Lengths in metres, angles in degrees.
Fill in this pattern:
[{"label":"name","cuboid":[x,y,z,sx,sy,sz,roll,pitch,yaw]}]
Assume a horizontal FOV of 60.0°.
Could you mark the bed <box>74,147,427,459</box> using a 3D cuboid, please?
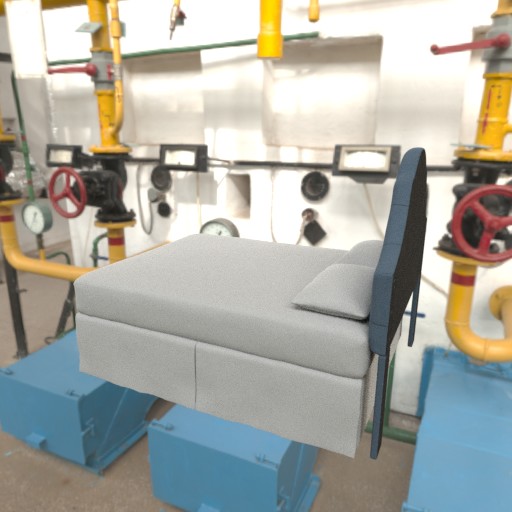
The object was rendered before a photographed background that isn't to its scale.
[{"label":"bed","cuboid":[0.000,0.000,3.227,2.155,1.575,1.636,8,18,25]}]
